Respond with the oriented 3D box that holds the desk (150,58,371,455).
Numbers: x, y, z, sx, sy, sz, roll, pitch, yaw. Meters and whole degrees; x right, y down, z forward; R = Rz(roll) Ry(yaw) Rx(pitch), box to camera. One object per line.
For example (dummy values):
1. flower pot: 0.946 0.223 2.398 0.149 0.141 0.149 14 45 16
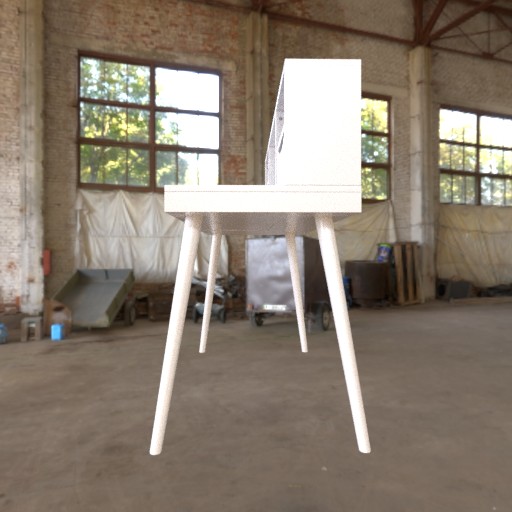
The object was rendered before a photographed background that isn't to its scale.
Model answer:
1. desk: 0.000 0.000 1.706 0.559 0.990 1.199 0 0 -1
